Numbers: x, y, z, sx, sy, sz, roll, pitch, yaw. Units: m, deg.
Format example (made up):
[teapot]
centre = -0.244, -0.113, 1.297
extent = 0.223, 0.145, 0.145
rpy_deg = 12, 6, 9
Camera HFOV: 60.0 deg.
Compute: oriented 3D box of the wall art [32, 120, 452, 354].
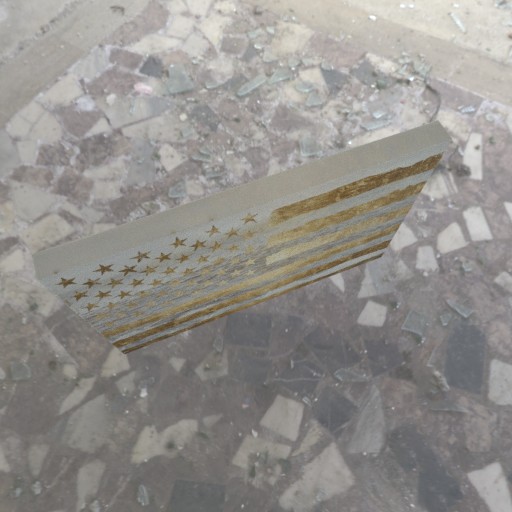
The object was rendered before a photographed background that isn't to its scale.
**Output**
[wall art]
centre = 0.000, 0.000, 0.795
extent = 0.606, 0.407, 0.041
rpy_deg = -20, 66, -9
